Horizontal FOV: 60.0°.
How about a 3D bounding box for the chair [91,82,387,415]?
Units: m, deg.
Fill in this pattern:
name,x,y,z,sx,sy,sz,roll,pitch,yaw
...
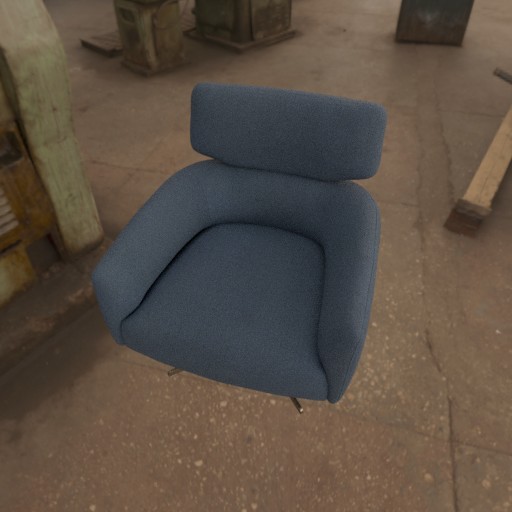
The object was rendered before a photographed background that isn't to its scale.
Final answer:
name,x,y,z,sx,sy,sz,roll,pitch,yaw
chair,0.000,0.000,1.405,0.738,0.813,0.761,12,44,13
